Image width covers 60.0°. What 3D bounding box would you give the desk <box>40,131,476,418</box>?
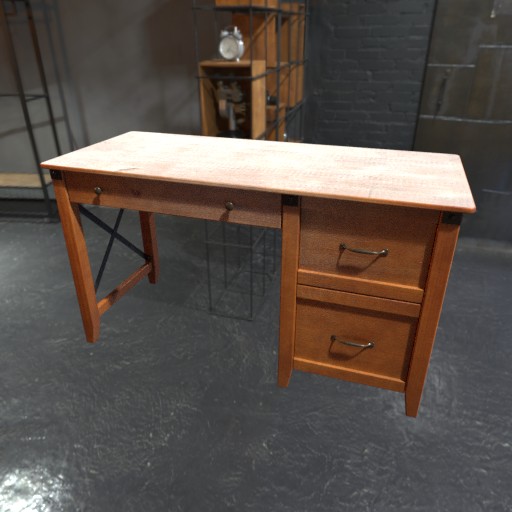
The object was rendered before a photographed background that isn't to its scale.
[{"bbox_3d":[0.000,0.000,1.711,1.353,0.756,0.574,8,28,16],"label":"desk"}]
